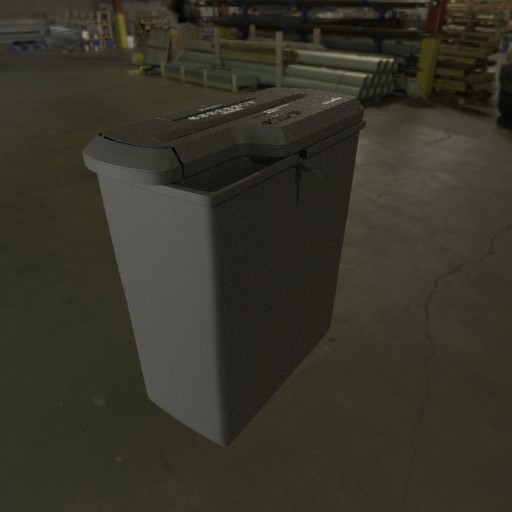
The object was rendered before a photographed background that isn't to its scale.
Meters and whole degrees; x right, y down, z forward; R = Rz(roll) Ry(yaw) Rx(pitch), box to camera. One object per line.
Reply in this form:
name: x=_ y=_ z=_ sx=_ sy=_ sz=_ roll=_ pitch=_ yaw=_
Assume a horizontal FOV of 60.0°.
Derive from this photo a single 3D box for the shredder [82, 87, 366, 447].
shredder: x=0.000 y=0.000 z=0.518 sx=0.170 sy=0.335 sz=0.320 roll=20 pitch=36 yaw=30
